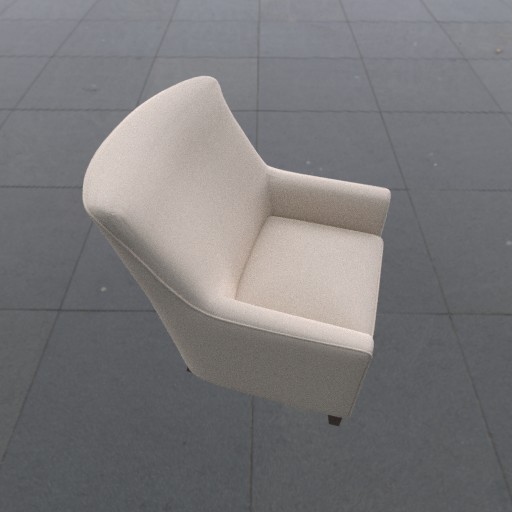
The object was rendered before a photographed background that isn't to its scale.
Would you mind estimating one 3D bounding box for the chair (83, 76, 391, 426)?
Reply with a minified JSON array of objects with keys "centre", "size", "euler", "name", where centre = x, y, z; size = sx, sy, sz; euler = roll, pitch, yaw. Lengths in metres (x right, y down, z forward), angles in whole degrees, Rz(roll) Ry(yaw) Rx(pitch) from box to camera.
[{"centre":[0.000,0.000,1.568],"size":[0.879,0.916,0.756],"euler":[12,48,11],"name":"chair"}]
